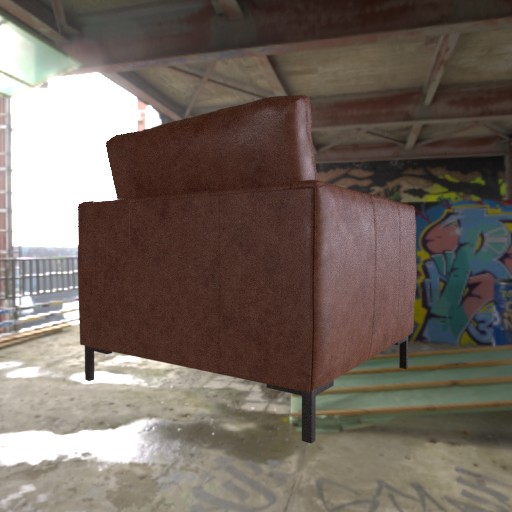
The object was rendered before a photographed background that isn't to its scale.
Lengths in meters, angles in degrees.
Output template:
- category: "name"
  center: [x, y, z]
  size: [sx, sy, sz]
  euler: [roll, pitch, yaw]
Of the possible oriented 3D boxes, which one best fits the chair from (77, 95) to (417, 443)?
- category: "chair"
  center: [0.000, 0.000, 1.633]
  size: [0.967, 0.869, 0.862]
  euler: [1, 1, 34]
